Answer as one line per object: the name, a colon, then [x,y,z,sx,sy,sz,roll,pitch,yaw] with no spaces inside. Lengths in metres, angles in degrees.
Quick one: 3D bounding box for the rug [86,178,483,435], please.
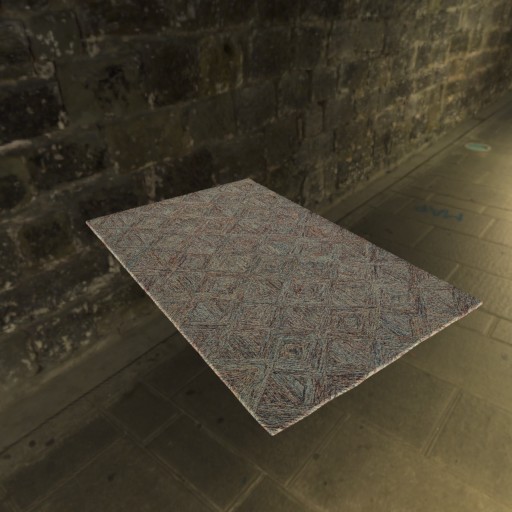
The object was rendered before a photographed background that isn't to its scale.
rug: [0.000,0.000,2.218,1.143,0.014,1.761,-21,37,-30]
